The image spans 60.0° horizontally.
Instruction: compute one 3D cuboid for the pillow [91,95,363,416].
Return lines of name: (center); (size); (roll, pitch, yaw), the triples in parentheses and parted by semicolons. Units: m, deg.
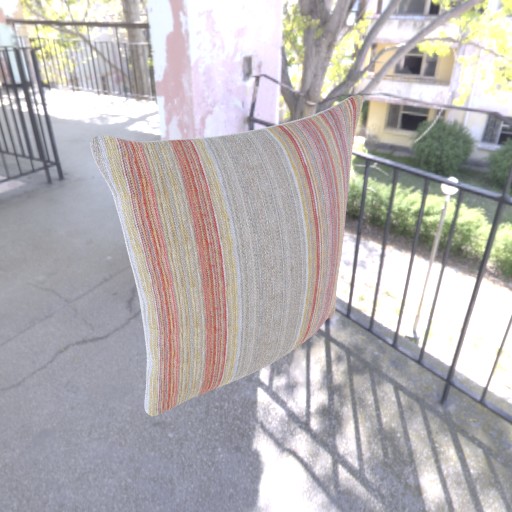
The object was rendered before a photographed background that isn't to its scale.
pillow: (0.000, 0.000, 0.705); (0.451, 0.449, 0.191); (-22, 36, -33)
